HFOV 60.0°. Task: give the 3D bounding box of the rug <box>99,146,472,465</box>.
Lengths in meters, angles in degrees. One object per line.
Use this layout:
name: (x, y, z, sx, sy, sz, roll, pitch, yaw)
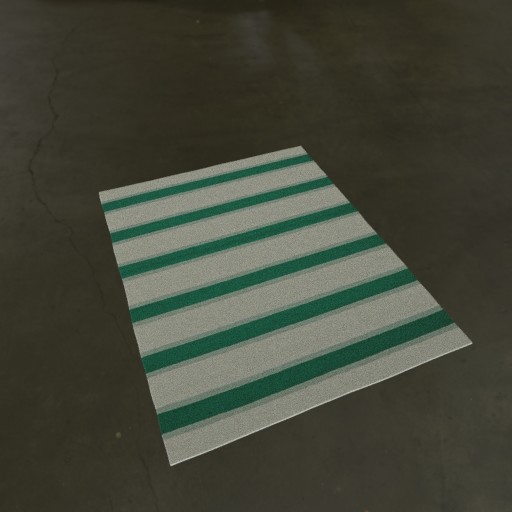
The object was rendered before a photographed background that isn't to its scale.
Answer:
rug: (0.000, 0.000, 4.128, 2.434, 0.019, 3.041, -16, 48, -15)
